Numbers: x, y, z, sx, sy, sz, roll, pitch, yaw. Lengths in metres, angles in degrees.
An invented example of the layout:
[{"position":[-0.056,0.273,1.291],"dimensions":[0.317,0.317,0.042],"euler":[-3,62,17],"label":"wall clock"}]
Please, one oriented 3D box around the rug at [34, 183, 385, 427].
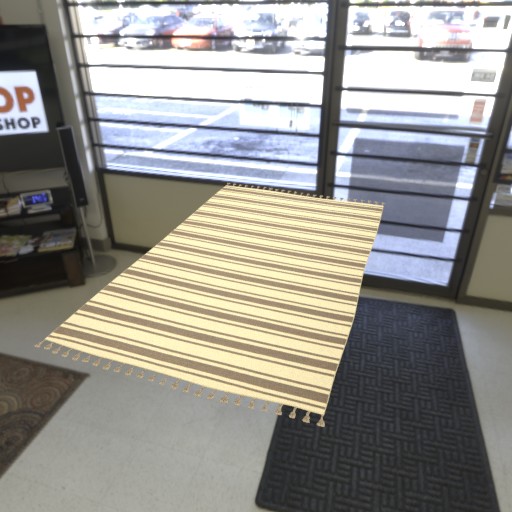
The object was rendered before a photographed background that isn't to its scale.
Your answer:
[{"position":[0.000,0.000,2.517],"dimensions":[1.229,0.011,2.096],"euler":[10,31,17],"label":"rug"}]
